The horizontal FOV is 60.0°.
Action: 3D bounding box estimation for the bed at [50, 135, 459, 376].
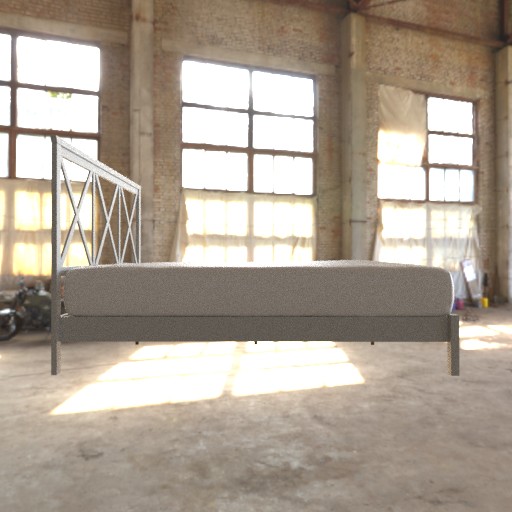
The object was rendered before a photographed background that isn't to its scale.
[{"bbox_3d":[0.000,0.000,3.135,2.135,1.253,1.673,0,0,0],"label":"bed"}]
